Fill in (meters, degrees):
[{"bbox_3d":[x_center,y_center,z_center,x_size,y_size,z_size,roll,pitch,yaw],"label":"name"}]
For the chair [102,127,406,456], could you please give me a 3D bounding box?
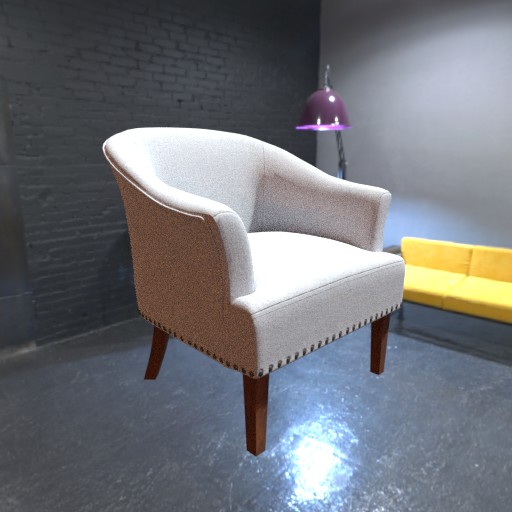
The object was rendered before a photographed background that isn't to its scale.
[{"bbox_3d":[0.000,0.000,1.431,0.798,0.815,0.704,-13,19,-43],"label":"chair"}]
